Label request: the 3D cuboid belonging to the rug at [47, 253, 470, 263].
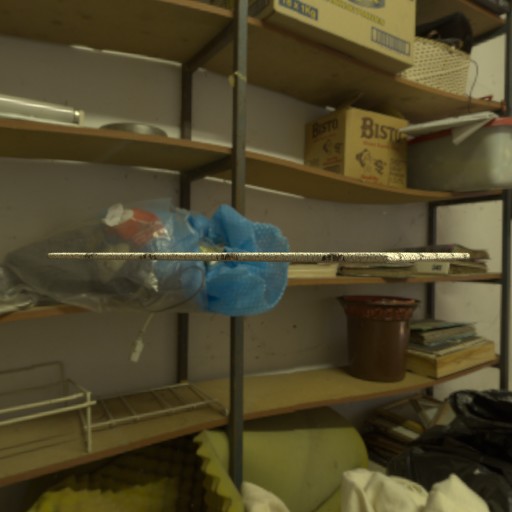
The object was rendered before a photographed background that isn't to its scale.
[{"bbox_3d":[0.000,0.000,2.250,1.778,0.030,1.219,0,0,36],"label":"rug"}]
